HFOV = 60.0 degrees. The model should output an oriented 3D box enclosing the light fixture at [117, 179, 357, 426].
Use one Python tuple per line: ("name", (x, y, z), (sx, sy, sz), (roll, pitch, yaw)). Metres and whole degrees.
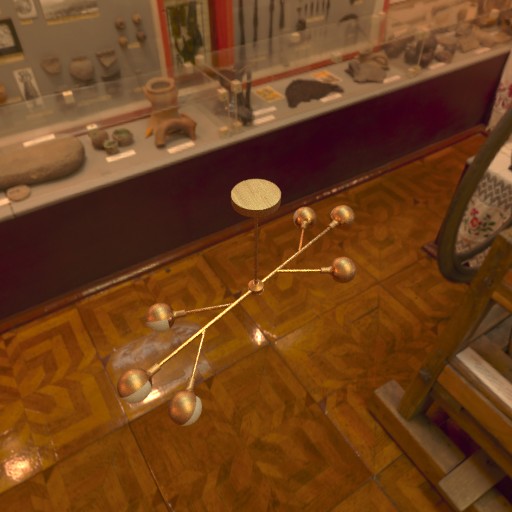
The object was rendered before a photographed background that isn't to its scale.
("light fixture", (0.000, 0.000, 1.028), (0.778, 0.362, 0.434), (-23, 50, -21))
